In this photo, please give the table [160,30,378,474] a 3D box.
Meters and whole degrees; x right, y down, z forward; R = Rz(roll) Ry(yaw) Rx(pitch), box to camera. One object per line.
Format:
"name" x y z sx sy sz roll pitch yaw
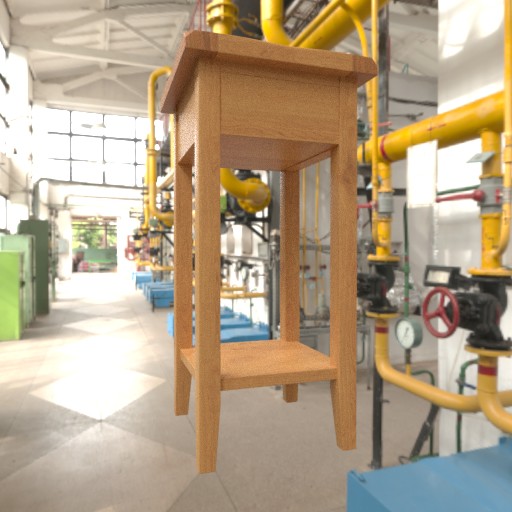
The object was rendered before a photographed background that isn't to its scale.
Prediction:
"table" 0.000 0.000 0.944 0.360 0.740 0.360 0 1 -18
